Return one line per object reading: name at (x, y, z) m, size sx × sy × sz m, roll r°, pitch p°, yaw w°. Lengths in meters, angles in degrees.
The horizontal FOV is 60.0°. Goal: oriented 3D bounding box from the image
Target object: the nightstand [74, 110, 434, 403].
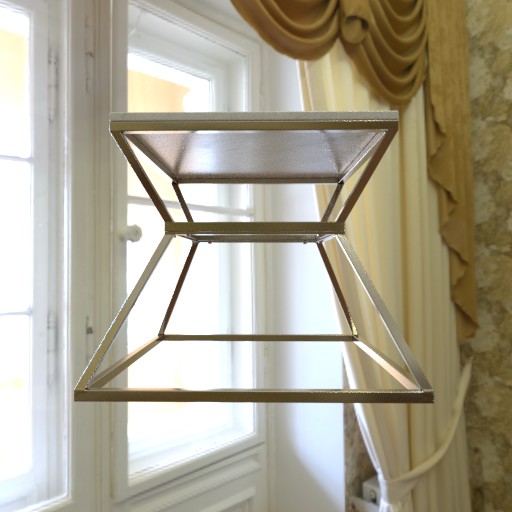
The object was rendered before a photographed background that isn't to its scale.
nightstand at (0.000, 0.000, 0.891) m, size 0.514 × 0.426 × 0.513 m, roll 0°, pitch -1°, yaw 1°
